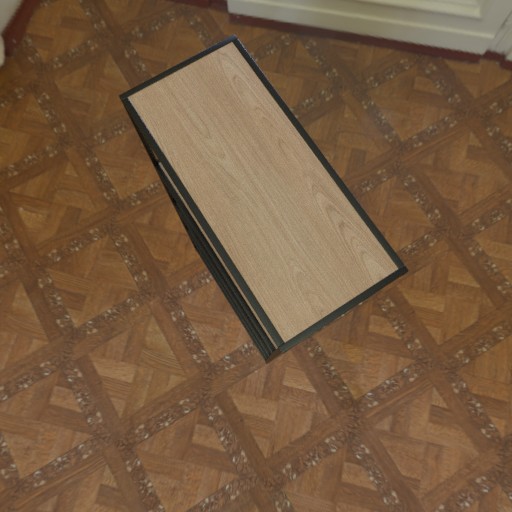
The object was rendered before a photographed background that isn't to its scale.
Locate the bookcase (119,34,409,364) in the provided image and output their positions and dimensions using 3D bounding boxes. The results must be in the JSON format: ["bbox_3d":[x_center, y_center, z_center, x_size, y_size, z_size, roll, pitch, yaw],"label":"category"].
[{"bbox_3d":[0.000,0.000,1.806,0.350,1.500,0.770,-32,78,-8],"label":"bookcase"}]
